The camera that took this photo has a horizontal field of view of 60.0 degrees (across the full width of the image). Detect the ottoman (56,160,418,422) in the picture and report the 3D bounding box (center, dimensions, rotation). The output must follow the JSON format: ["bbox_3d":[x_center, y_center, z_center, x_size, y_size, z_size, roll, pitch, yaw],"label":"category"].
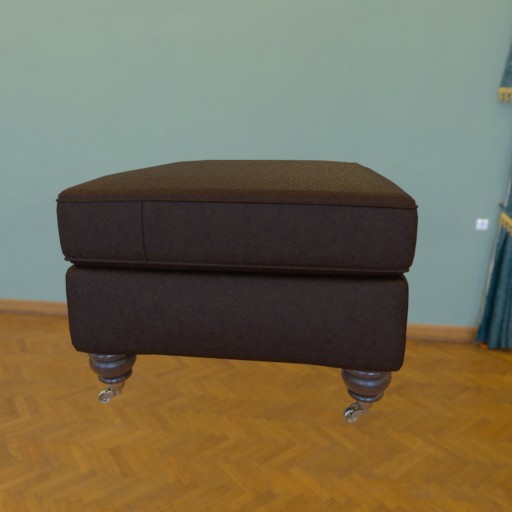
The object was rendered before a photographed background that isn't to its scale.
[{"bbox_3d":[0.000,0.000,1.767,0.967,0.730,1.187,2,15,7],"label":"ottoman"}]
